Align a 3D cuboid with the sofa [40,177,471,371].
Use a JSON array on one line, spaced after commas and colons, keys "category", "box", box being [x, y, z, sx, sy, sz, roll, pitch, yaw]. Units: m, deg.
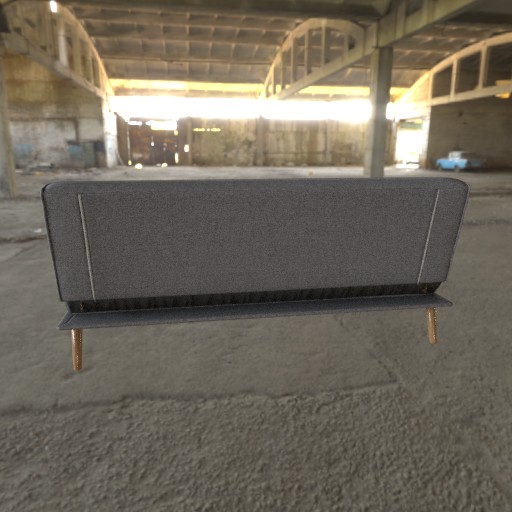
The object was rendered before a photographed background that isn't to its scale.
[{"category": "sofa", "box": [0.000, 0.000, 2.306, 1.820, 0.830, 0.810, -2, 14, -9]}]
